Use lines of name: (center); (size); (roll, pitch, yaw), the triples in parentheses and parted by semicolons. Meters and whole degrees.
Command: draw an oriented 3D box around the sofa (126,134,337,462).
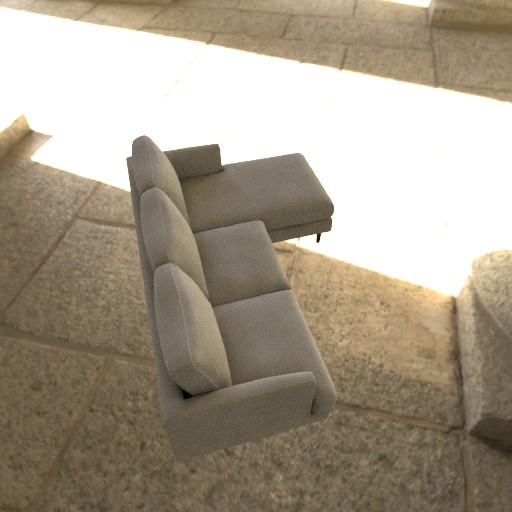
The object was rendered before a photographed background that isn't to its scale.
sofa: (0.000, 0.000, 3.043); (1.504, 0.956, 2.233); (-12, 48, -11)
